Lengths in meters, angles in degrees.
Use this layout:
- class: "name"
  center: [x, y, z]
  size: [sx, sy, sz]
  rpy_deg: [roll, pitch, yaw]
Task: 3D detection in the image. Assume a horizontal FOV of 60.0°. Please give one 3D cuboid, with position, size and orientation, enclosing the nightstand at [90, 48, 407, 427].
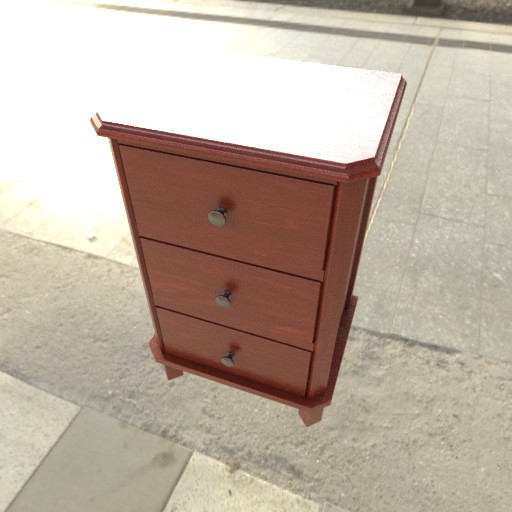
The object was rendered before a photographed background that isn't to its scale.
- class: "nightstand"
  center: [0.000, 0.000, 0.927]
  size: [0.435, 0.681, 0.351]
  rpy_deg: [14, 44, 15]
